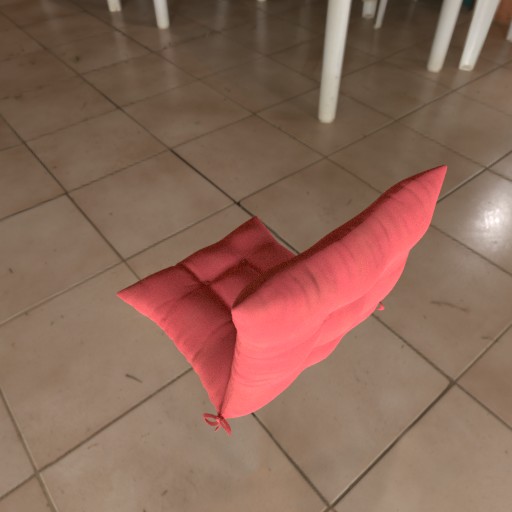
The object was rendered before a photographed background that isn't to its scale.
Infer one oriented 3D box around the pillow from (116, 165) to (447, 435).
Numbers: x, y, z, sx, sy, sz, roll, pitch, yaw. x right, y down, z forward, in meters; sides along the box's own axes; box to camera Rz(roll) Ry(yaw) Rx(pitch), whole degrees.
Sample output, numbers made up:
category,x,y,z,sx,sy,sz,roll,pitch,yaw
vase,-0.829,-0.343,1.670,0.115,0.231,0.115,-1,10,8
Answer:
category,x,y,z,sx,sy,sz,roll,pitch,yaw
pillow,0.000,0.000,1.012,0.541,0.536,0.585,-32,54,-27
